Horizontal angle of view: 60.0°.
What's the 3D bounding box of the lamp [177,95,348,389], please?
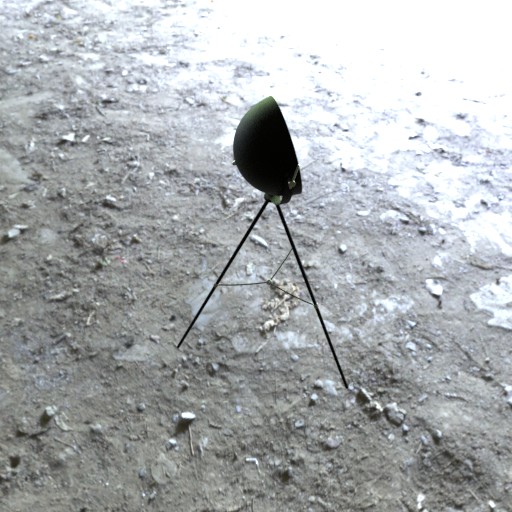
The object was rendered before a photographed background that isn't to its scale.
[{"bbox_3d":[0.000,0.000,2.093,0.920,1.512,0.817,-11,47,-10],"label":"lamp"}]
